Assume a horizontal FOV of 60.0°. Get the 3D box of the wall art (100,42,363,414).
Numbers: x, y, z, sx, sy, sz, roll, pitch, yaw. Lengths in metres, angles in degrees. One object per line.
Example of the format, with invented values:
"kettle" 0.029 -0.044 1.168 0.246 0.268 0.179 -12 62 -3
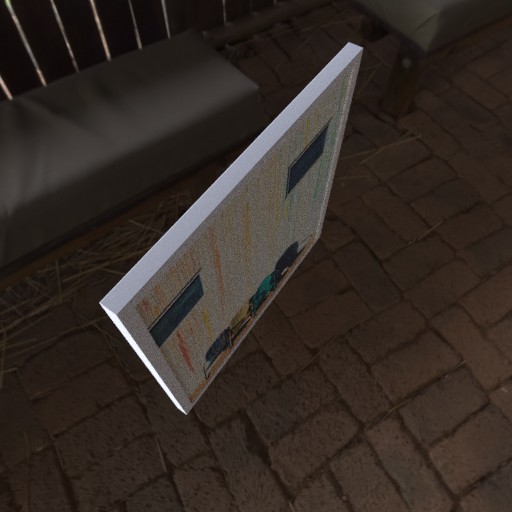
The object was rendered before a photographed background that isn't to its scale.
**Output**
"wall art" 0.000 0.000 1.139 0.036 0.760 0.760 31 65 17
